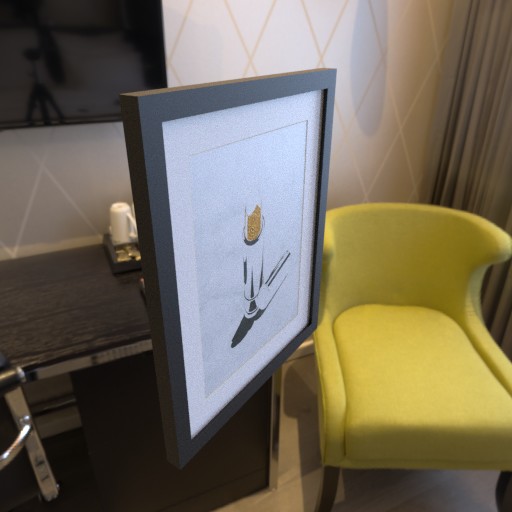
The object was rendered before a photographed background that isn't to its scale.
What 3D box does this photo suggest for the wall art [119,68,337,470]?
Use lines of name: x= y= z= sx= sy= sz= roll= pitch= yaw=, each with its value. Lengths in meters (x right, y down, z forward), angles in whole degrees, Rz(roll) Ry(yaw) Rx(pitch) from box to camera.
wall art: x=0.000 y=0.000 z=0.747 sx=0.029 sy=0.559 sz=0.457 roll=18 pitch=32 yaw=31
